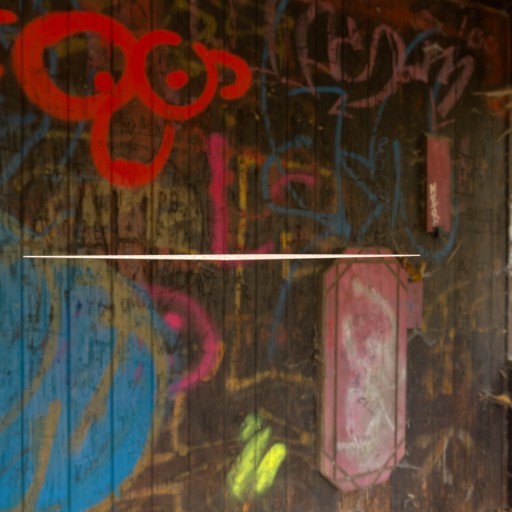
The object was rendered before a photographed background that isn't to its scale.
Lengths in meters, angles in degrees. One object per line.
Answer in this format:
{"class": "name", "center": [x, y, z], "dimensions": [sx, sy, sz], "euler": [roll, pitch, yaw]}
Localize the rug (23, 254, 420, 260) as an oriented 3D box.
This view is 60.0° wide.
{"class": "rug", "center": [0.000, 0.000, 3.058], "dimensions": [1.523, 0.008, 2.438], "euler": [0, 1, 36]}
